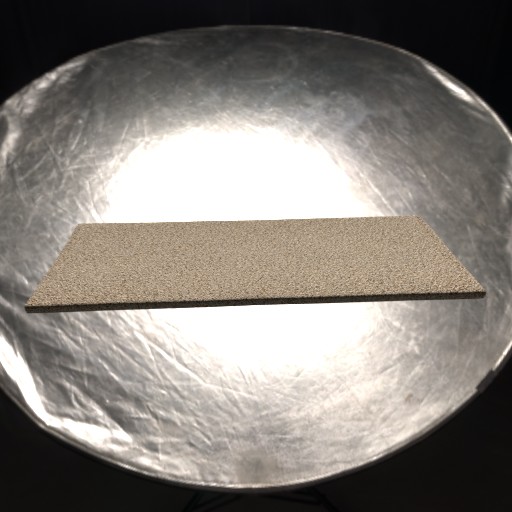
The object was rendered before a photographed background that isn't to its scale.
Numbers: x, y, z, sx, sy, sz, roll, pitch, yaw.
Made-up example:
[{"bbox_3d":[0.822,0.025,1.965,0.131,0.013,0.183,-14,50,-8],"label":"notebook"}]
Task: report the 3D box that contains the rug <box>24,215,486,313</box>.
[{"bbox_3d":[0.000,0.000,1.714,1.524,0.030,0.609,-2,30,-3],"label":"rug"}]
